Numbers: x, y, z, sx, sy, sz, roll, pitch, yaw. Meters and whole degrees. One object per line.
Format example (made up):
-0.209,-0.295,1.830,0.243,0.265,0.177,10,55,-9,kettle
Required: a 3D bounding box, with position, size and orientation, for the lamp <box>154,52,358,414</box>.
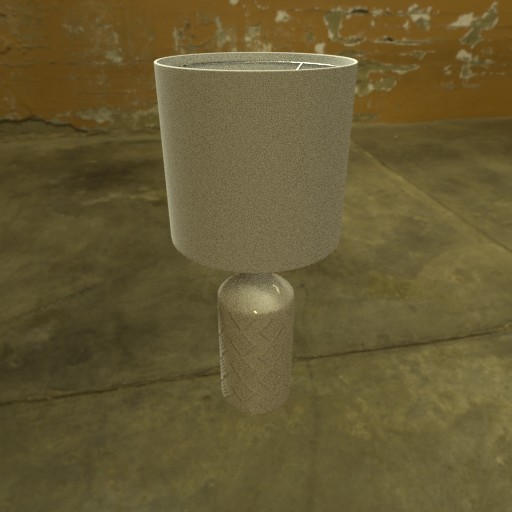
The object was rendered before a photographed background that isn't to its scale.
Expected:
0.000,0.000,0.567,0.207,0.461,0.207,18,33,30,lamp
